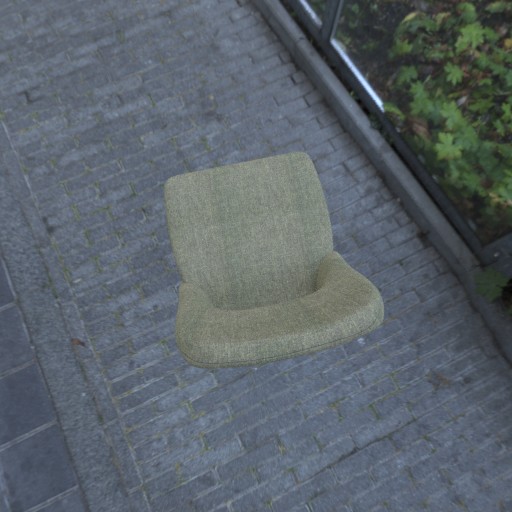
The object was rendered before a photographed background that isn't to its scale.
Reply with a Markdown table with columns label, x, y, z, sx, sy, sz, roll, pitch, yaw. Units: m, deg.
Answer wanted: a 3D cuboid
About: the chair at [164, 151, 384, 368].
| label | x | y | z | sx | sy | sz | roll | pitch | yaw |
| --- | --- | --- | --- | --- | --- | --- | --- | --- | --- |
| chair | 0.000 | 0.000 | 1.288 | 0.470 | 0.931 | 0.612 | -12 | 76 | -3 |
